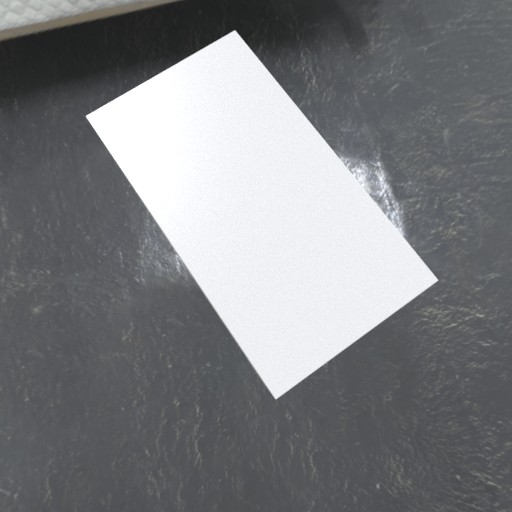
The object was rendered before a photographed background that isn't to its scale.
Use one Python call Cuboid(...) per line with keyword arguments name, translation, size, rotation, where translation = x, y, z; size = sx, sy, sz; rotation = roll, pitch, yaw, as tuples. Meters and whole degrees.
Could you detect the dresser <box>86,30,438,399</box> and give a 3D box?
Cuboid(name="dresser", translation=(0.000, 0.000, 1.398), size=(0.401, 1.021, 0.704), rotation=(-34, 78, -8))
